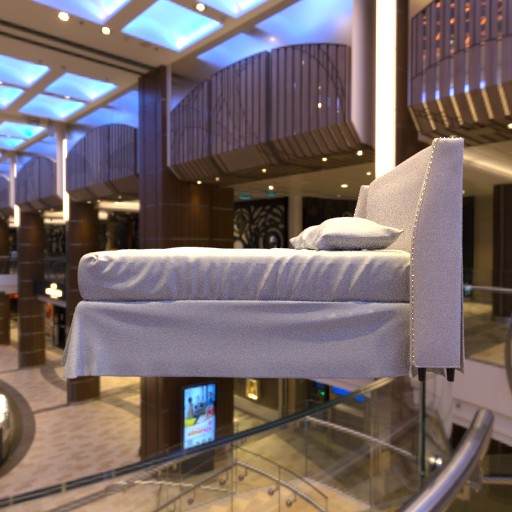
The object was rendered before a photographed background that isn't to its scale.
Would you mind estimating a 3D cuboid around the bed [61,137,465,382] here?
[{"bbox_3d":[0.000,0.000,3.320,2.276,1.332,1.925,0,1,1],"label":"bed"}]
